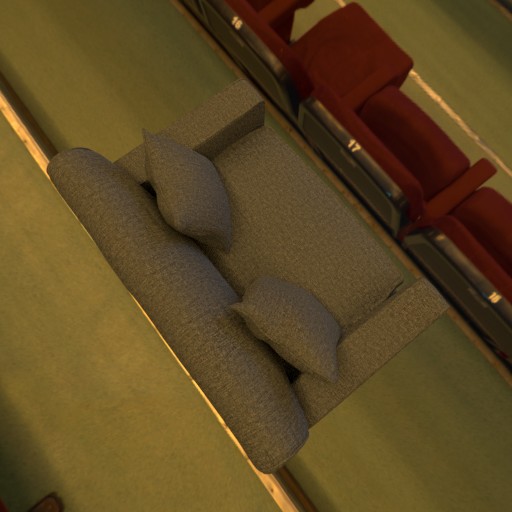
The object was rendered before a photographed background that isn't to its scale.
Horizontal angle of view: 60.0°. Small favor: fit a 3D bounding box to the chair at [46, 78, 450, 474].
[{"bbox_3d":[0.000,0.000,2.000,1.000,0.948,1.383,-37,78,-9],"label":"chair"}]
